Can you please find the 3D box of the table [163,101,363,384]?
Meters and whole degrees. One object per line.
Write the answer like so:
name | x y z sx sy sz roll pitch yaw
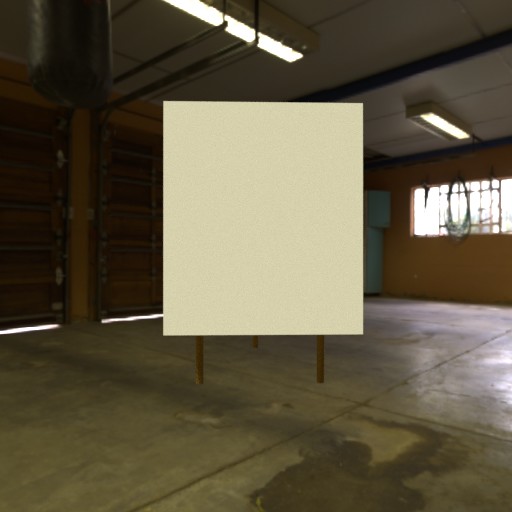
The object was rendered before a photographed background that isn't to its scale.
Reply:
table | 0.000 0.000 1.864 0.508 0.769 1.500 0 0 -2
